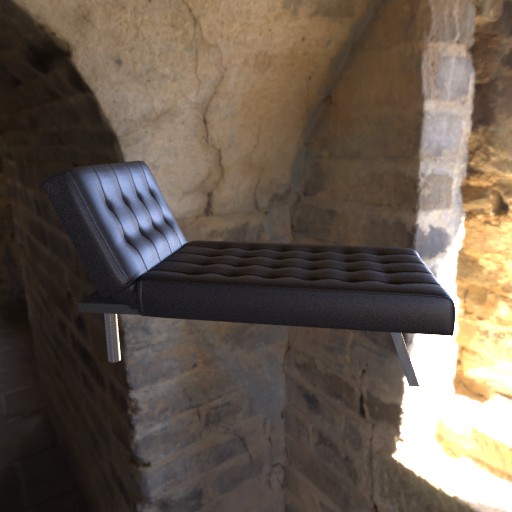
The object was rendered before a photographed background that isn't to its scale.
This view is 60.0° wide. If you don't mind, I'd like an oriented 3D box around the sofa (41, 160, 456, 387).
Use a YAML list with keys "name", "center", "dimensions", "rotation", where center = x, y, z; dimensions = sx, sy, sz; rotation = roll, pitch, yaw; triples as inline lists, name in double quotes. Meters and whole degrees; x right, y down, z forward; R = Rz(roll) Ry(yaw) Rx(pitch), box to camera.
- name: "sofa"
  center: [0.000, 0.000, 2.017]
  dimensions: [1.560, 0.820, 0.760]
  rotation: [2, 15, 9]
